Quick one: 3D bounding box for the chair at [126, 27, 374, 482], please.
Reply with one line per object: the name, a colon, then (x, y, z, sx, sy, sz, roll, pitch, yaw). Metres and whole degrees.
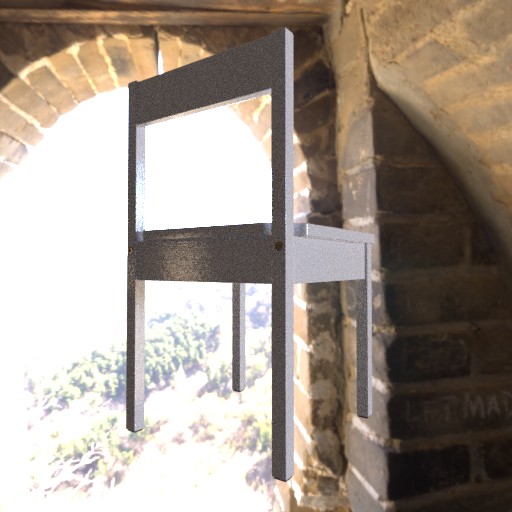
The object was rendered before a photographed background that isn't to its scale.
chair: (0.000, 0.000, 0.894, 0.367, 0.668, 0.361, -1, -1, 35)
